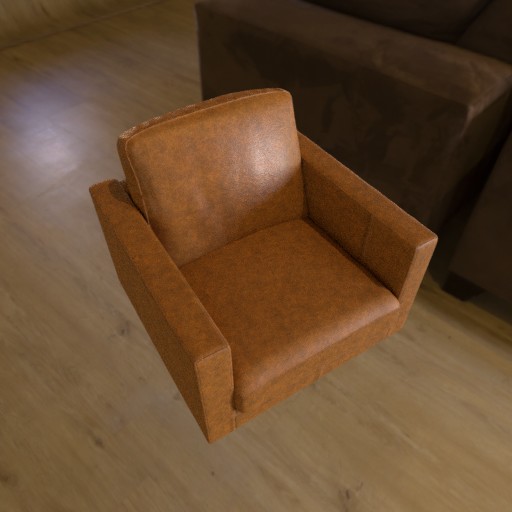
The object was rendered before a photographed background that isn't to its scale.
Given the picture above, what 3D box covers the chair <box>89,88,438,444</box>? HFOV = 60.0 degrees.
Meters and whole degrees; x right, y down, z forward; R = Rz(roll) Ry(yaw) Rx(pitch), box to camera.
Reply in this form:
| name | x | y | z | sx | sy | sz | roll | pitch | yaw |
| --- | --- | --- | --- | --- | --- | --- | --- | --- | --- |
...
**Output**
| name | x | y | z | sx | sy | sz | roll | pitch | yaw |
| --- | --- | --- | --- | --- | --- | --- | --- | --- | --- |
| chair | 0.000 | 0.000 | 1.666 | 0.890 | 0.956 | 0.909 | -24 | 50 | -22 |
